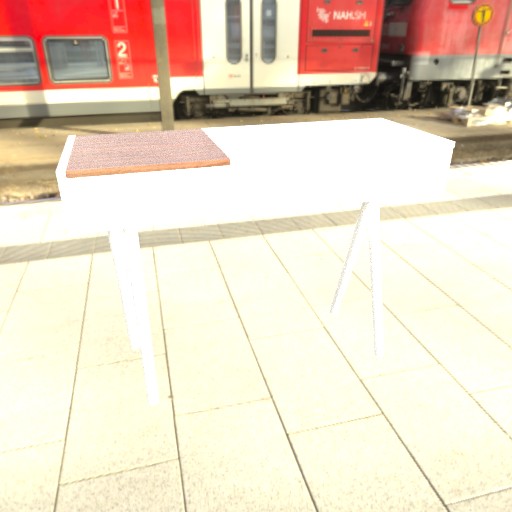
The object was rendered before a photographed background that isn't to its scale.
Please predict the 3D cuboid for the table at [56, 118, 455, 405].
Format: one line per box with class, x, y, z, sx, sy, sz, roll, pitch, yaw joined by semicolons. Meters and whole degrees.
table;0.000;0.000;1.489;1.066;0.785;0.418;-8;28;-15
